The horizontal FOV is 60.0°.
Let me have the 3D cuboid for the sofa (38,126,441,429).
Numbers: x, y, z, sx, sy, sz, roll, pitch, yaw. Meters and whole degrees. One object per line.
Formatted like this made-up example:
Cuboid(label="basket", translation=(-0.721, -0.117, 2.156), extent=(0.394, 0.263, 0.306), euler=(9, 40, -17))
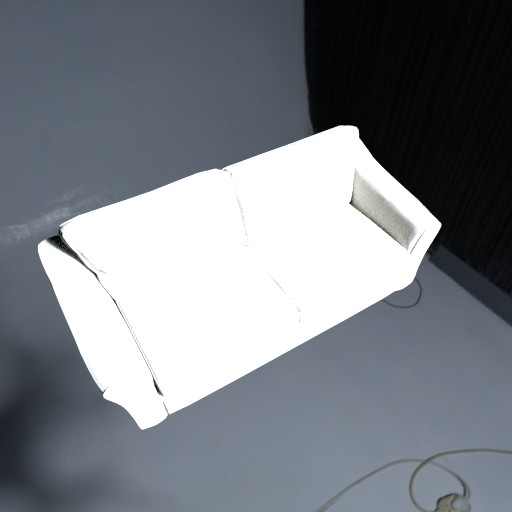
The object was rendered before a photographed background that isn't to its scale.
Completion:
Cuboid(label="sofa", translation=(0.000, 0.000, 2.762), extent=(2.270, 0.965, 0.980), euler=(-24, 51, -21))
